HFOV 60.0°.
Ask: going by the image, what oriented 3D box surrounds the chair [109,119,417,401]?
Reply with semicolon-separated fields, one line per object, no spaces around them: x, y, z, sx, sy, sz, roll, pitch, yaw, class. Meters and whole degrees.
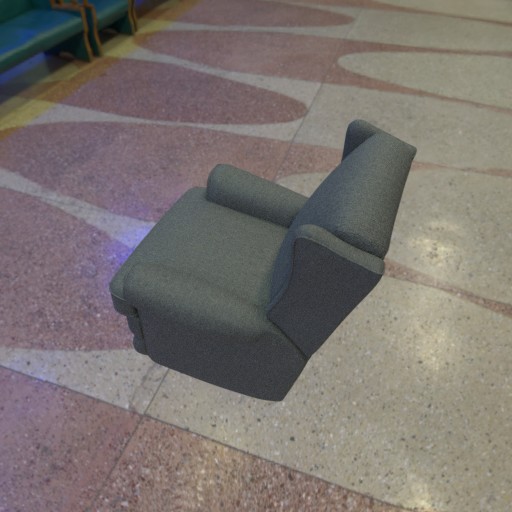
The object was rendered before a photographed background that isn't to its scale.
0.000;0.000;1.771;0.969;1.011;0.847;16;47;15;chair
